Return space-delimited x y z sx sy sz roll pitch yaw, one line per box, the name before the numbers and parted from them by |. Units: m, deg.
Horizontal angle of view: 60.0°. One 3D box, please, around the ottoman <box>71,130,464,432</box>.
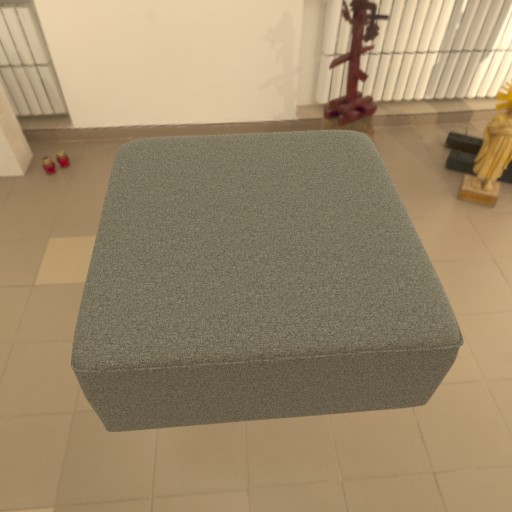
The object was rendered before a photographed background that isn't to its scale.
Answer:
ottoman | 0.000 0.000 1.555 1.005 0.464 1.015 -3 47 -3
